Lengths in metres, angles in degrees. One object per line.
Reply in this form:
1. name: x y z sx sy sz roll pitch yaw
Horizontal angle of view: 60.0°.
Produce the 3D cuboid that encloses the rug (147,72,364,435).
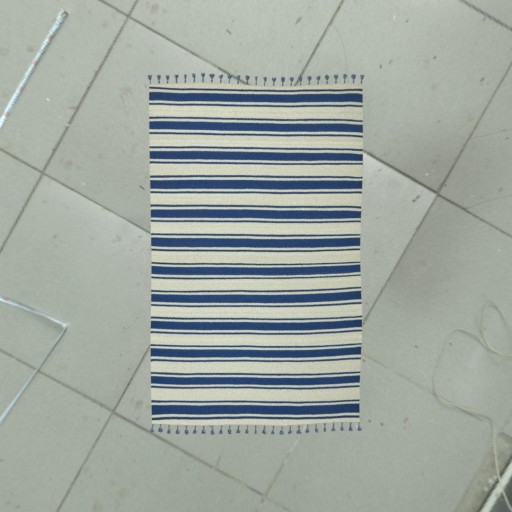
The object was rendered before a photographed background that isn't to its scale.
1. rug: 0.000 0.000 2.580 1.248 0.009 2.108 0 92 0
